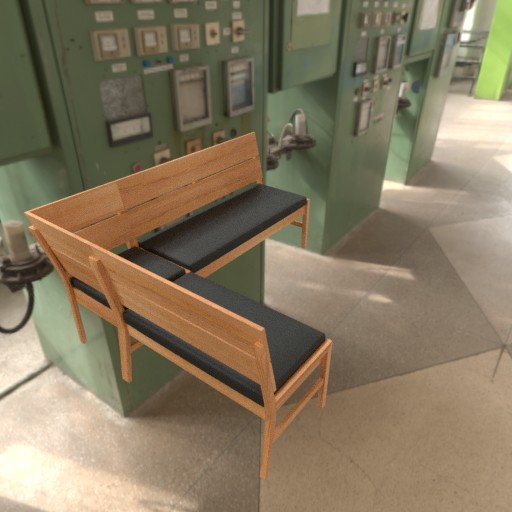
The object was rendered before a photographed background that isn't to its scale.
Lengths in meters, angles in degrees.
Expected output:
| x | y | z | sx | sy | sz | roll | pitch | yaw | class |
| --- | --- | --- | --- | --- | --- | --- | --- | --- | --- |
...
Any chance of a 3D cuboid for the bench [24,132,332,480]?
| x | y | z | sx | sy | sz | roll | pitch | yaw | class |
| --- | --- | --- | --- | --- | --- | --- | --- | --- | --- |
| 0.000 | 0.000 | 2.790 | 1.548 | 0.890 | 1.948 | 21 | 37 | 32 | bench |
